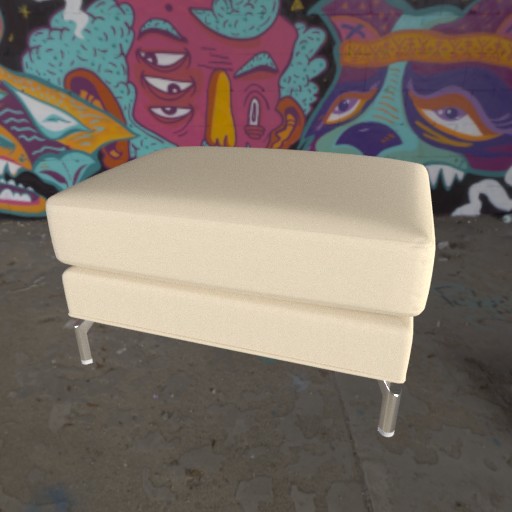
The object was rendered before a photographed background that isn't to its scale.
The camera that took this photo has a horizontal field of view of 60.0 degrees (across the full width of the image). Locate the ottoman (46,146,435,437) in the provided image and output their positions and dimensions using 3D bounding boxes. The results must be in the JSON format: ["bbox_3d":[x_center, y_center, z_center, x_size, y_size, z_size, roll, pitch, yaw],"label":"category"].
[{"bbox_3d":[0.000,0.000,1.194,0.835,0.497,0.581,8,27,16],"label":"ottoman"}]
